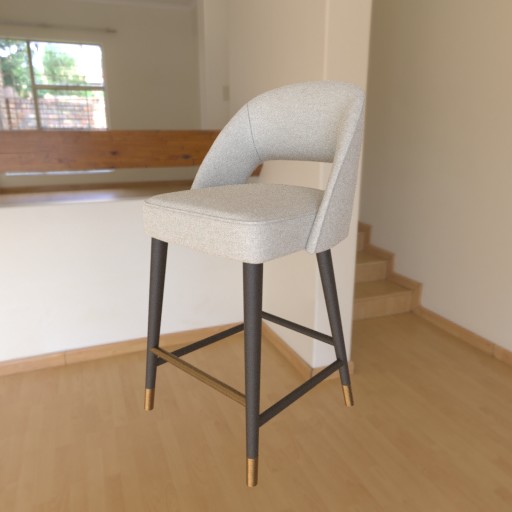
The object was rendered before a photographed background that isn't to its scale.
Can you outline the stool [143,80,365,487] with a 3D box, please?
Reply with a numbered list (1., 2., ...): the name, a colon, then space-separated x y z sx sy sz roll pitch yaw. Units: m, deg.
1. stool: 0.000 0.000 1.229 0.494 0.940 0.509 15 21 41
